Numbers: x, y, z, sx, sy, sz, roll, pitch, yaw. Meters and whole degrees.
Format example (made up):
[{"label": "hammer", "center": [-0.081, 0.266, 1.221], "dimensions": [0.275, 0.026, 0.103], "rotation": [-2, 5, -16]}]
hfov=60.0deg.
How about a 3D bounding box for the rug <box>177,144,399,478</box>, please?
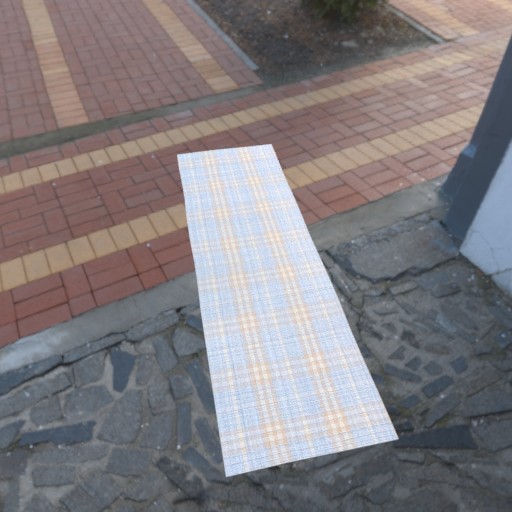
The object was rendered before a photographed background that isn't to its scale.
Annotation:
[{"label": "rug", "center": [0.000, 0.000, 2.707], "dimensions": [0.762, 0.013, 2.439], "rotation": [-8, 46, -8]}]
